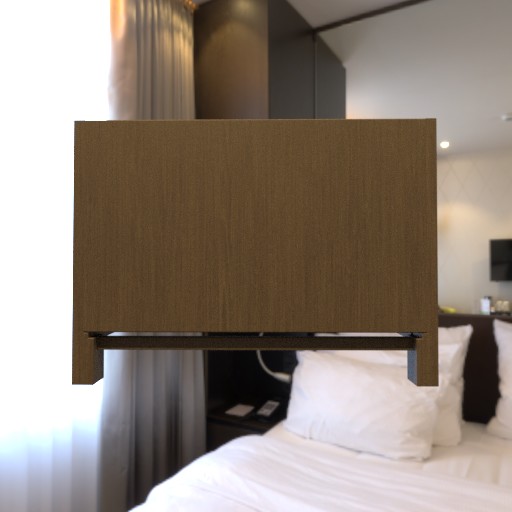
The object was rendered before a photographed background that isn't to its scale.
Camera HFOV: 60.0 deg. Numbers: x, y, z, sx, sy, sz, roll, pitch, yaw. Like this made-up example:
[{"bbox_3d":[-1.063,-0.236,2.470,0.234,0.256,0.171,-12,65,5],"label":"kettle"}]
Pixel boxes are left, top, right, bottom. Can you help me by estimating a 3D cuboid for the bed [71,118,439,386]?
[{"bbox_3d":[0.000,0.000,3.088,1.735,1.261,1.992,0,-1,1],"label":"bed"}]
